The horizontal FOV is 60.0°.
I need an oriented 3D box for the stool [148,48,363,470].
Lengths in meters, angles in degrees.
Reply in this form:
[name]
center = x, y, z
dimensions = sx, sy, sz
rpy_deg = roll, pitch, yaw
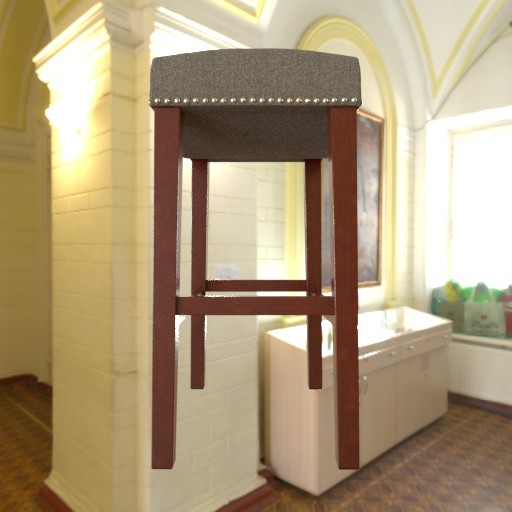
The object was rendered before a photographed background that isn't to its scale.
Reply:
[stool]
center = 0.000, 0.000, 1.008
dimensions = 0.372, 0.742, 0.504
rpy_deg = 0, 1, 0
